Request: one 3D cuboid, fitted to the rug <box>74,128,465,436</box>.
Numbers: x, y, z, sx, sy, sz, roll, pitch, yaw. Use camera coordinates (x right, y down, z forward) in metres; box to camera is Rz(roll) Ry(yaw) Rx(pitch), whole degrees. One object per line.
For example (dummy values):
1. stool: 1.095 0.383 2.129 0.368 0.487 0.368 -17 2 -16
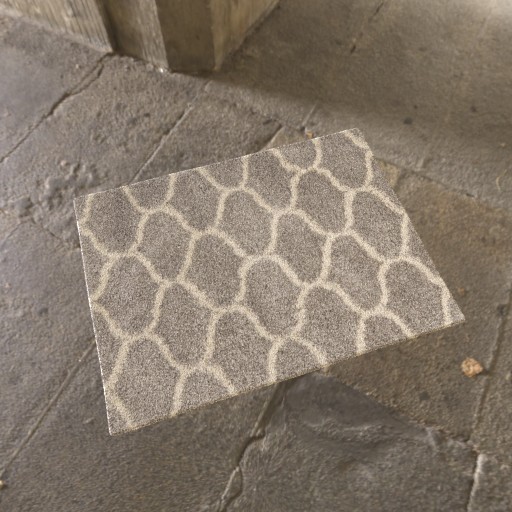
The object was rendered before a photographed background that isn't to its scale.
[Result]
1. rug: 0.000 0.000 2.141 1.600 0.025 1.200 -16 64 -8
